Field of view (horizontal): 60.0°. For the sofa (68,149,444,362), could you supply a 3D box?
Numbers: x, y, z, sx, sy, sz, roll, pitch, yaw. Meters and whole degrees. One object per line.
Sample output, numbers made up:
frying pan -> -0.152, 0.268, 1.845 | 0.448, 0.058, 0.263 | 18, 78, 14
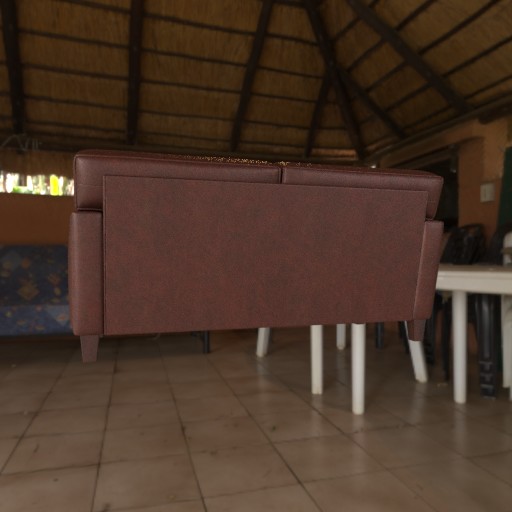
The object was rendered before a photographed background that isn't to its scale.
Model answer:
sofa -> 0.000, 0.000, 2.454 | 1.876, 0.928, 0.912 | 0, 0, -17
